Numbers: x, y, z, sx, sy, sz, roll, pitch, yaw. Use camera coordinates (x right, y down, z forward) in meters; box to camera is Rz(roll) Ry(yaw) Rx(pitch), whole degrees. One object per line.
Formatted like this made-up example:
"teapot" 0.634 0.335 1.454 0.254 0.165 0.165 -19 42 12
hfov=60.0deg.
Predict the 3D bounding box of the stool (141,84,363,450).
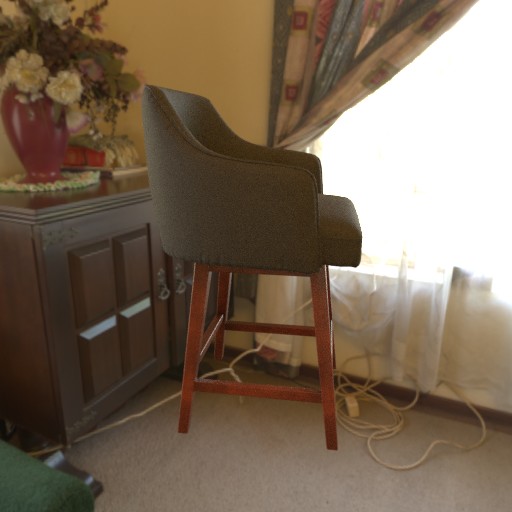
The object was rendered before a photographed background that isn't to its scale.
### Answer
"stool" 0.000 0.000 1.268 0.558 0.912 0.548 3 17 9
